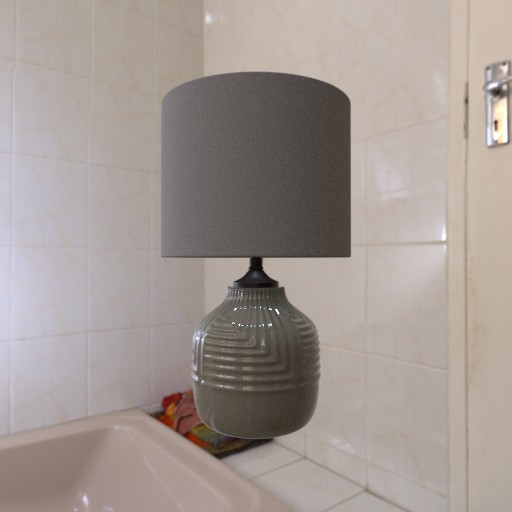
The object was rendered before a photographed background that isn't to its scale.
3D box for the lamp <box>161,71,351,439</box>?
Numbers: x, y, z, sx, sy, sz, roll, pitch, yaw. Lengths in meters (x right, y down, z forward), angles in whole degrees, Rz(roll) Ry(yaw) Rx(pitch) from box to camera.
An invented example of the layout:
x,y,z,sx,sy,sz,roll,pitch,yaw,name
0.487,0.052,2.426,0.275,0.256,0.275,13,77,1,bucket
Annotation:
x,y,z,sx,sy,sz,roll,pitch,yaw,name
0.000,0.000,0.758,0.318,0.567,0.318,0,0,0,lamp
